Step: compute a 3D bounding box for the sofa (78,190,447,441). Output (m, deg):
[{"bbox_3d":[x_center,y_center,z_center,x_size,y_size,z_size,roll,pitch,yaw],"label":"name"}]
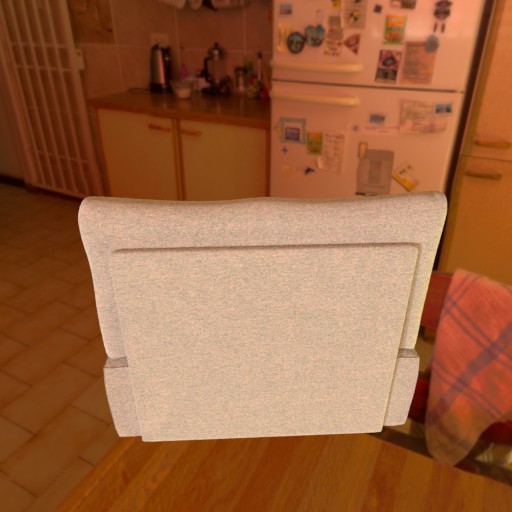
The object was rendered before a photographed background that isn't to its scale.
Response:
[{"bbox_3d":[0.000,0.000,1.655,0.930,0.820,1.000,-1,29,-2],"label":"sofa"}]
